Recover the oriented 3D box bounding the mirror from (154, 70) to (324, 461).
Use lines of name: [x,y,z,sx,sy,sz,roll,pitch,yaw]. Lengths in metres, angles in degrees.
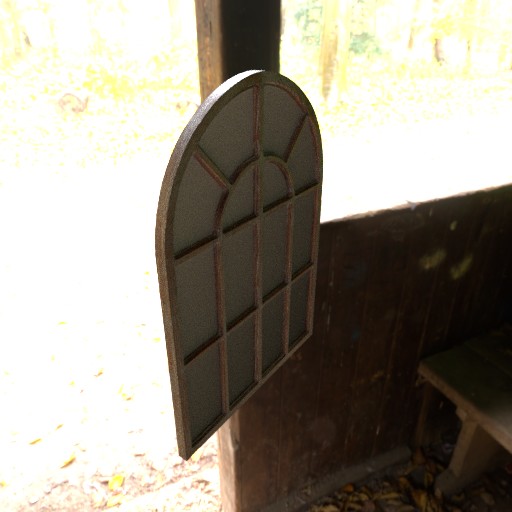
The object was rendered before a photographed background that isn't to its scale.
mirror: [0.000,0.000,1.188,0.032,0.920,0.660,19,33,31]
